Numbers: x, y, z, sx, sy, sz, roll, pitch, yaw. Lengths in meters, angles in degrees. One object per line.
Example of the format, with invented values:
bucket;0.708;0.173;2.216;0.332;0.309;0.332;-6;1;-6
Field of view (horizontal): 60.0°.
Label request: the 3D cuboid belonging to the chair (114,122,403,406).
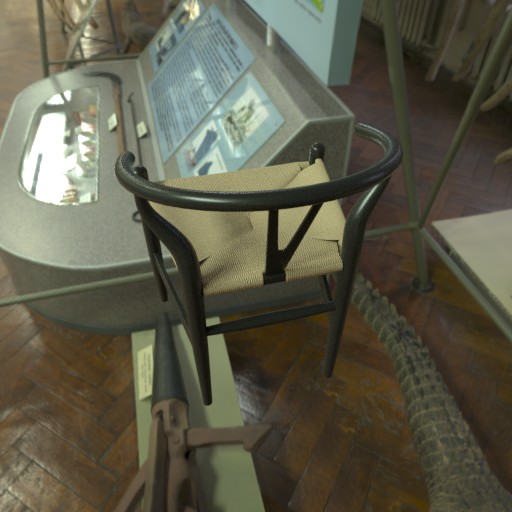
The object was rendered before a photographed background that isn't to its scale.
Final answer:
chair;0.000;0.000;1.113;0.570;0.739;0.570;-10;43;-11
